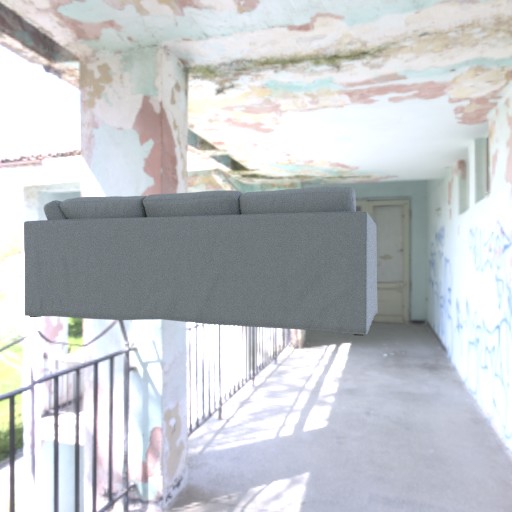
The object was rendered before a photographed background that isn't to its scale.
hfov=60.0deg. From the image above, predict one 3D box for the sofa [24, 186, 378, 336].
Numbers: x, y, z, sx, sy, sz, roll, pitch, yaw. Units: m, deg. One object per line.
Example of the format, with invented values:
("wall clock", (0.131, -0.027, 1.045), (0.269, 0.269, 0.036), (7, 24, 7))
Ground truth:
("sofa", (0.000, 0.000, 4.458), (2.427, 0.882, 3.460), (0, 0, 18))
